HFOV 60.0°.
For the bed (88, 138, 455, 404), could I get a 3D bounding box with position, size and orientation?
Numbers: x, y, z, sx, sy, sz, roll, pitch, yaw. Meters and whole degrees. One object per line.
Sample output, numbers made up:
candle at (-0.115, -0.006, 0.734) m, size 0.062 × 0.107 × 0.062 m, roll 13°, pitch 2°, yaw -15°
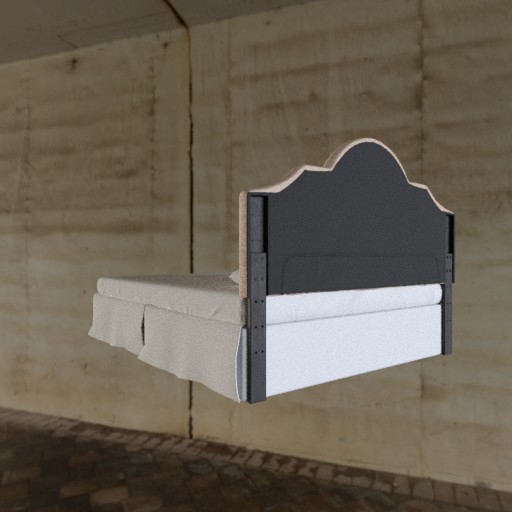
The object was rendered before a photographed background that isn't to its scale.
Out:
bed at (0.000, 0.000, 3.013) m, size 1.667 × 1.194 × 1.970 m, roll 0°, pitch 0°, yaw -37°
